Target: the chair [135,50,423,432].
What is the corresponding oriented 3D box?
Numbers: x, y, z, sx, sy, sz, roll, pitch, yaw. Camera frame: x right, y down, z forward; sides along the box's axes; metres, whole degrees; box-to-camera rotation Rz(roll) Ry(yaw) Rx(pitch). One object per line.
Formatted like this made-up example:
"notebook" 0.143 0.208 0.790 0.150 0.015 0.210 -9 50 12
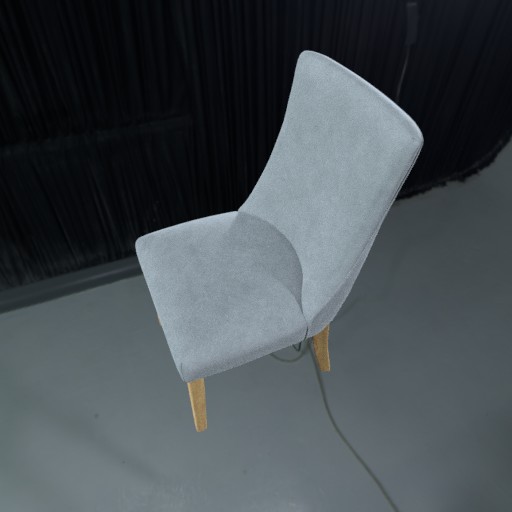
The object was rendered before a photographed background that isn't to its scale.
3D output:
"chair" 0.000 0.000 1.255 0.610 0.902 0.495 -18 49 -16
